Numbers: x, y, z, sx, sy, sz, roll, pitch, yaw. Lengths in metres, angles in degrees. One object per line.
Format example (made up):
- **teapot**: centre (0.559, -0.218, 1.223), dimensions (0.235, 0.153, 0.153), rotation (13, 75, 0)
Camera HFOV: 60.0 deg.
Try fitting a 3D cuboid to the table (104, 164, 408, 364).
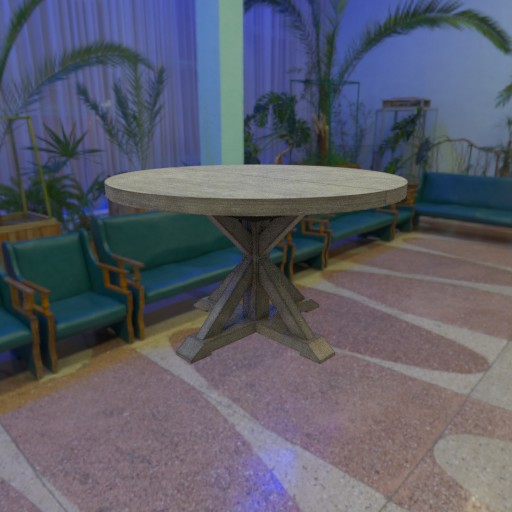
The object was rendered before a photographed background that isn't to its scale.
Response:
- **table**: centre (0.000, 0.000, 2.198), dimensions (1.363, 0.781, 1.363), rotation (0, 16, 0)
